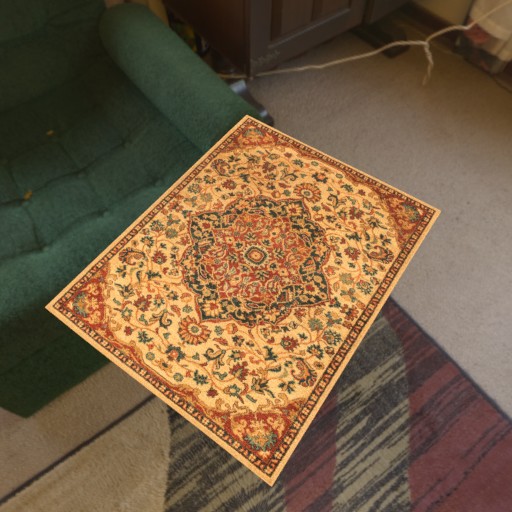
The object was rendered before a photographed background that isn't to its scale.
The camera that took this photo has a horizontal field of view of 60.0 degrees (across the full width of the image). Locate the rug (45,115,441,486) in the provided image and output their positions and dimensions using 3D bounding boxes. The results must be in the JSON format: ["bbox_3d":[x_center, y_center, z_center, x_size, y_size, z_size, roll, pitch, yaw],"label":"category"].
[{"bbox_3d":[0.000,0.000,4.234,2.454,0.005,3.067,31,64,18],"label":"rug"}]
